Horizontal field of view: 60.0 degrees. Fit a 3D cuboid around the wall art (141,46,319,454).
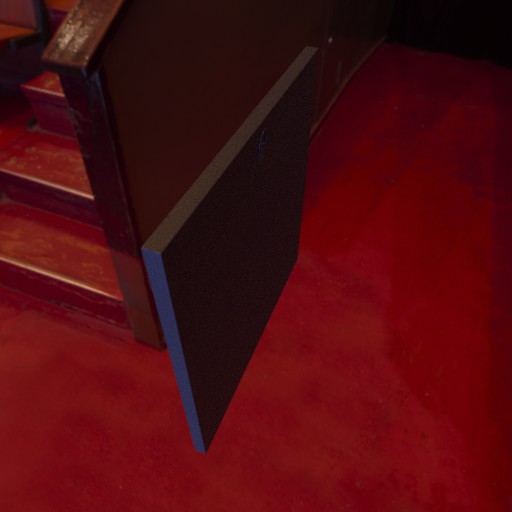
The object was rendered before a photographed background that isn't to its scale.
[{"bbox_3d":[0.000,0.000,1.199,0.043,0.807,0.805,16,49,15],"label":"wall art"}]
